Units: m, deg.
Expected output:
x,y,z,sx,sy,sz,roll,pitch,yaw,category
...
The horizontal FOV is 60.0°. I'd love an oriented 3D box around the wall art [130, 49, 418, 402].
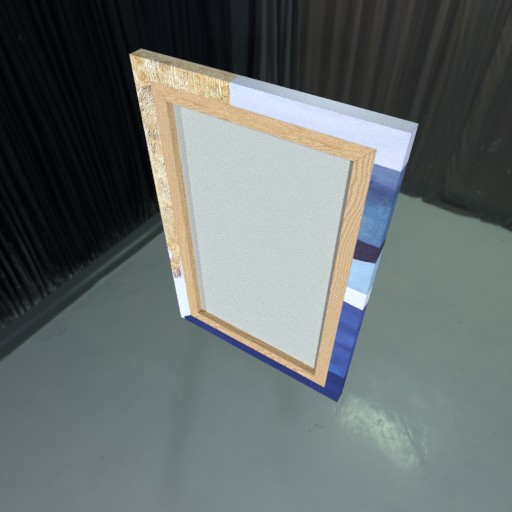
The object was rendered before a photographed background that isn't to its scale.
x,y,z,sx,sy,sz,roll,pitch,yaw,category
0.000,0.000,1.154,0.607,0.911,0.039,24,50,22,wall art
